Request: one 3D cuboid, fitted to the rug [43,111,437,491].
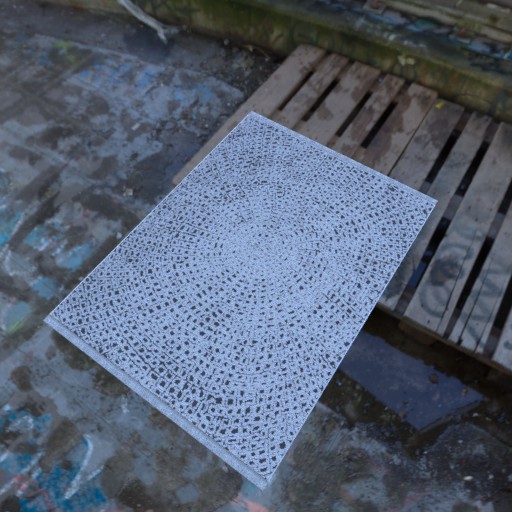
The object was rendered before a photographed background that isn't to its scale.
[{"bbox_3d":[0.000,0.000,2.155,1.190,0.003,1.634,31,64,17],"label":"rug"}]
